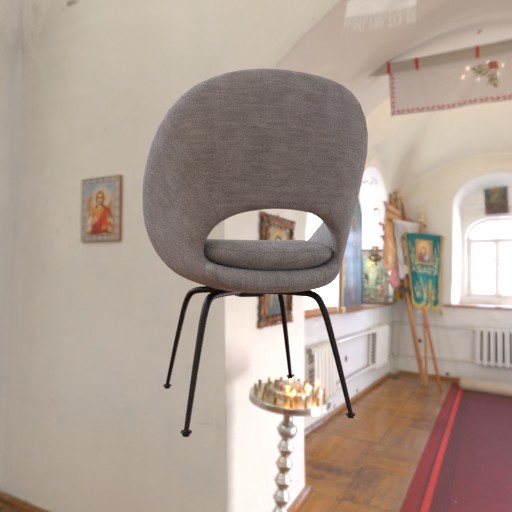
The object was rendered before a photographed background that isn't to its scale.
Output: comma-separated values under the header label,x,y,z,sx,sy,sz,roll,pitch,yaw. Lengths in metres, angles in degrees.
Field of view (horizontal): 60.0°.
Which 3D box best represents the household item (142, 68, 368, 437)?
label,x,y,z,sx,sy,sz,roll,pitch,yaw
household item,0.000,0.000,1.298,0.643,0.869,0.587,0,-2,-17
